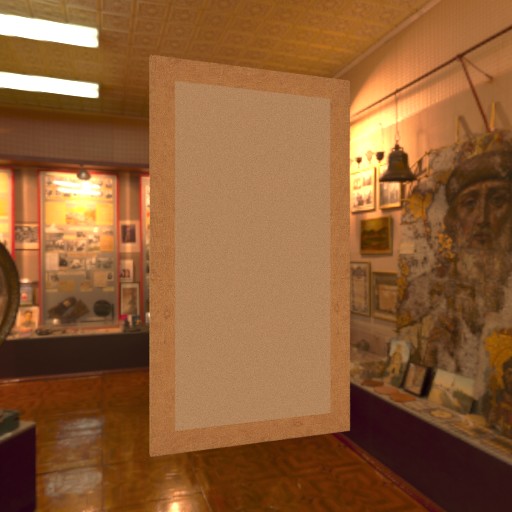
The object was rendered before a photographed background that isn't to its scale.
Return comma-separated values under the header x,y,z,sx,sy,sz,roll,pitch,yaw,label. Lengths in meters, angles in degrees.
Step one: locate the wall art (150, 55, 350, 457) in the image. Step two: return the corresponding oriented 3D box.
x,y,z,sx,sy,sz,roll,pitch,yaw,label
0.000,0.000,0.816,0.381,0.683,0.013,0,0,-17,wall art
